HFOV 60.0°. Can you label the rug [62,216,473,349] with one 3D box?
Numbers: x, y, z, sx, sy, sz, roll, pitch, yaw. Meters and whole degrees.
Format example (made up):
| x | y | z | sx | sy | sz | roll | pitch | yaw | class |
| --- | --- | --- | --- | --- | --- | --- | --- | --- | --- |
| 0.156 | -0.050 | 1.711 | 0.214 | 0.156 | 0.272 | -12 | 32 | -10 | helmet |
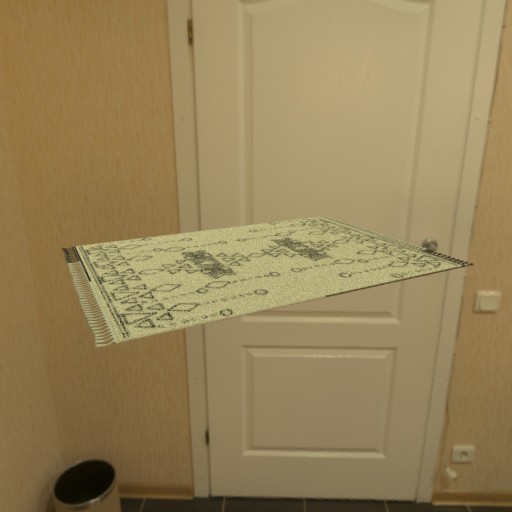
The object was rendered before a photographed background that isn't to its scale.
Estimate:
| x | y | z | sx | sy | sz | roll | pitch | yaw | class |
| --- | --- | --- | --- | --- | --- | --- | --- | --- | --- |
| 0.000 | 0.000 | 3.003 | 2.312 | 0.013 | 1.600 | -9 | 20 | -26 | rug |
